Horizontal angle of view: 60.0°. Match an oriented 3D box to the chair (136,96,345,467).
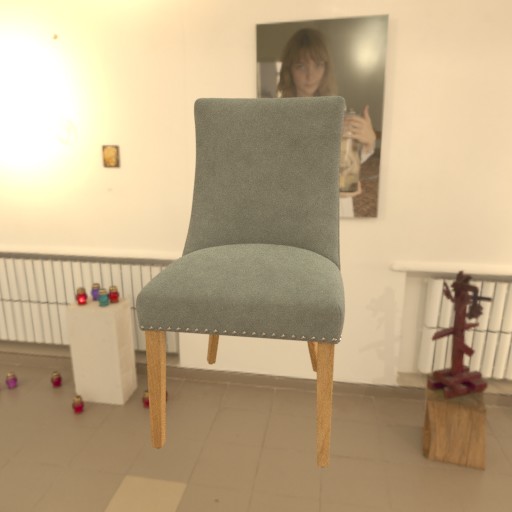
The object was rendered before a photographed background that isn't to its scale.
[{"bbox_3d":[0.000,0.000,1.270,0.495,0.902,0.610,2,15,9],"label":"chair"}]
